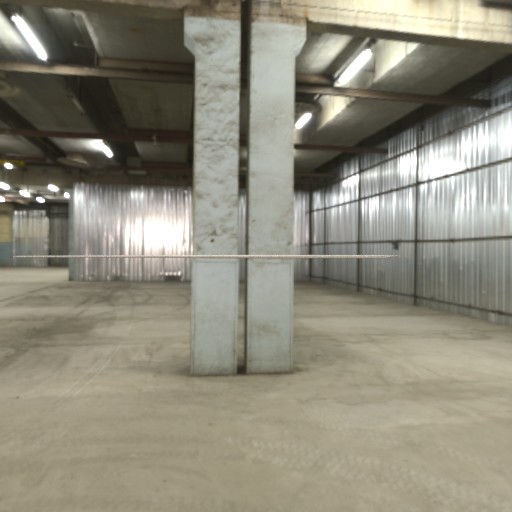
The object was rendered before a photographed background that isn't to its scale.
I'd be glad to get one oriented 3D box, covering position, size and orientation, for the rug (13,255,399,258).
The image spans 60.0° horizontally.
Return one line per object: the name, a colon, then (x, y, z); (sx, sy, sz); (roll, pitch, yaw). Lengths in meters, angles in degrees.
rug: (0.000, 0.000, 3.943); (2.363, 0.012, 2.980); (0, 0, 19)
